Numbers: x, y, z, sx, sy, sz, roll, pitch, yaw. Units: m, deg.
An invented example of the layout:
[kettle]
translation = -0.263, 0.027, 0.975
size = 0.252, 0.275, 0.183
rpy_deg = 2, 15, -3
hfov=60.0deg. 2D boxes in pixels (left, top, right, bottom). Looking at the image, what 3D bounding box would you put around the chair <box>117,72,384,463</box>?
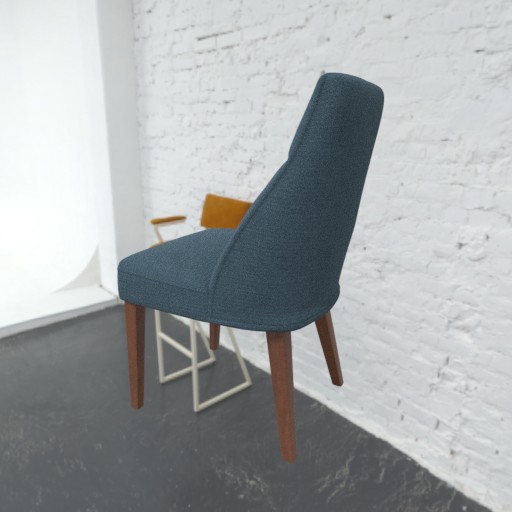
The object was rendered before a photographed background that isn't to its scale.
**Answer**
[chair]
translation = 0.000, 0.000, 1.274
size = 0.620, 0.930, 0.500
rpy_deg = 8, 18, 27
